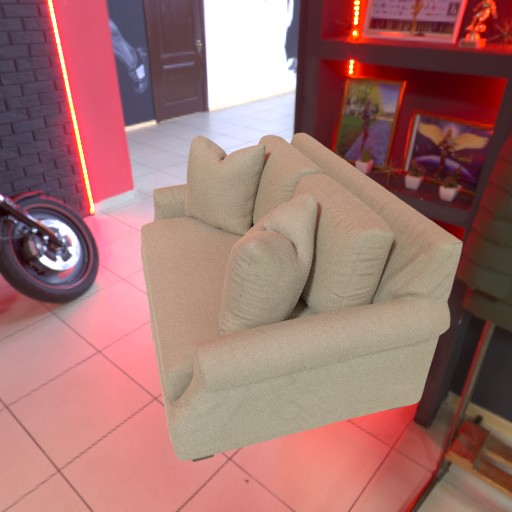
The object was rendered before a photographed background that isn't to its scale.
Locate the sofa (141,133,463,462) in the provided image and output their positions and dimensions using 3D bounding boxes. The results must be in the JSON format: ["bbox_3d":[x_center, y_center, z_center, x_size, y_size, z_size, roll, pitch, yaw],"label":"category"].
[{"bbox_3d":[0.000,0.000,2.134,1.070,0.905,1.550,-9,32,-14],"label":"sofa"}]
